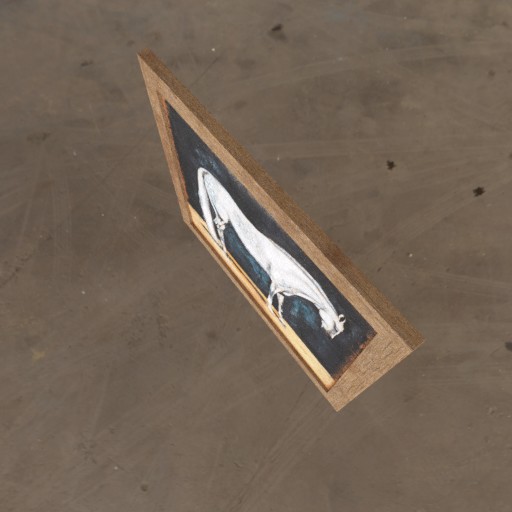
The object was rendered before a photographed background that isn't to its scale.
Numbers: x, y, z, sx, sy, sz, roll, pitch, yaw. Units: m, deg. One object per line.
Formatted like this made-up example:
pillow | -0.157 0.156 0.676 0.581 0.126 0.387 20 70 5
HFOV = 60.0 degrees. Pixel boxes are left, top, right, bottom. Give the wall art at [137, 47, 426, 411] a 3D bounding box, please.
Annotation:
wall art | 0.000 0.000 0.952 0.026 0.588 0.690 -34 68 -16
